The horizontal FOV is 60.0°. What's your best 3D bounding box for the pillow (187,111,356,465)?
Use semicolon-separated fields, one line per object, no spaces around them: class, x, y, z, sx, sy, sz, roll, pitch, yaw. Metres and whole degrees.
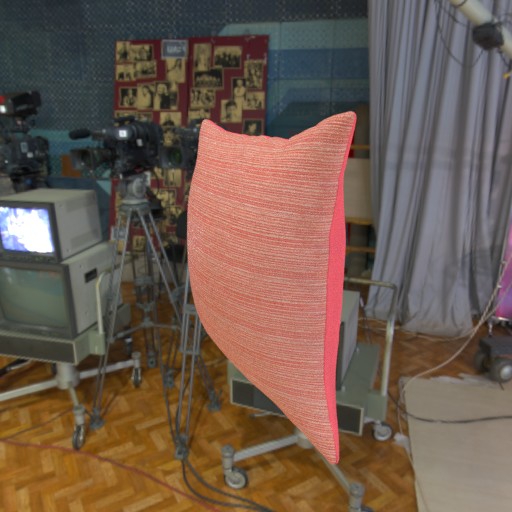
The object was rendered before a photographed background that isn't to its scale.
pillow;0.000;0.000;0.826;0.229;0.501;0.559;-8;18;-24
